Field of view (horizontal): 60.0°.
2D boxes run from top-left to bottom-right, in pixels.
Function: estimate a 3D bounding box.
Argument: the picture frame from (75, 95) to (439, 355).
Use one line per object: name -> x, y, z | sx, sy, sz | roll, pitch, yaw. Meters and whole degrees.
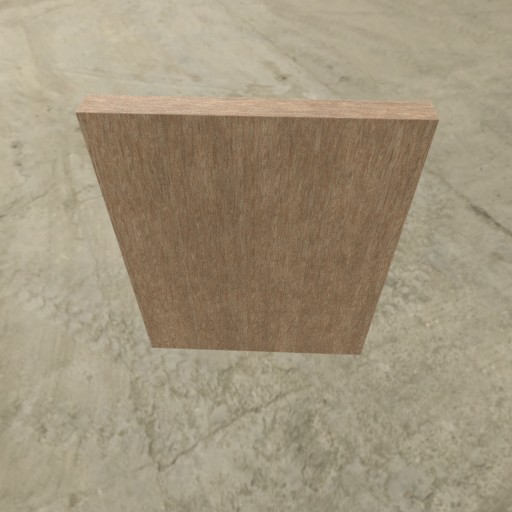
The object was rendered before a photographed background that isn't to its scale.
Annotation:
picture frame -> 0.000, 0.000, 0.724 | 0.424, 0.526, 0.043 | 2, 47, 2
